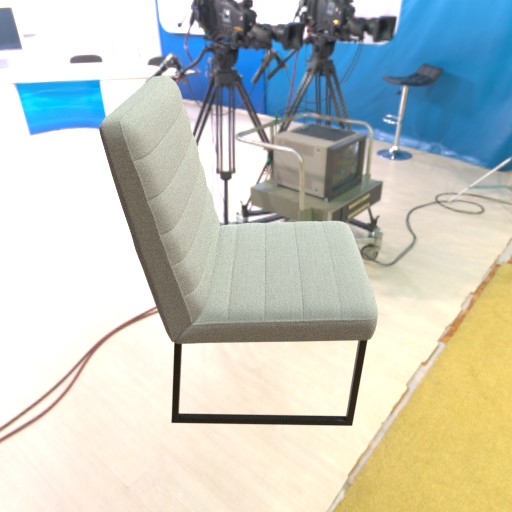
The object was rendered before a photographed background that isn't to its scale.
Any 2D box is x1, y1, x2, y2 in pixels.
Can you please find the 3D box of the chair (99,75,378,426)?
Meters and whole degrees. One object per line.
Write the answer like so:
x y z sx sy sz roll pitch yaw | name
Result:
0.000 0.000 1.310 0.634 0.930 0.520 1 32 1 | chair
